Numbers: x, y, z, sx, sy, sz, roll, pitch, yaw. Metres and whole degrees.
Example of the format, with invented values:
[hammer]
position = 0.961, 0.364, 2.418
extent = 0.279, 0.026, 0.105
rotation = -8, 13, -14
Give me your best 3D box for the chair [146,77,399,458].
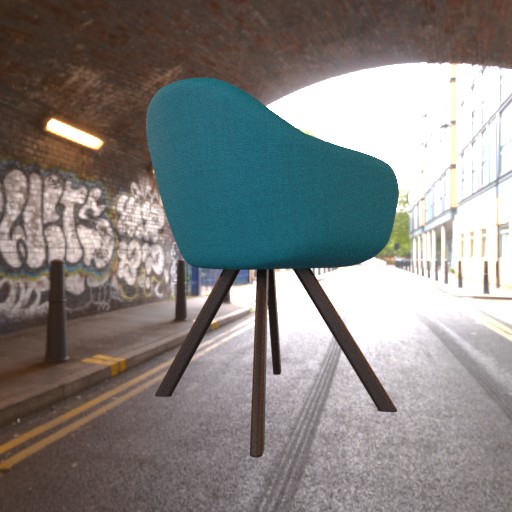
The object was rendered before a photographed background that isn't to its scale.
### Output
[chair]
position = 0.000, 0.000, 1.174
extent = 0.550, 0.795, 0.590
rotation = 0, 0, -36
